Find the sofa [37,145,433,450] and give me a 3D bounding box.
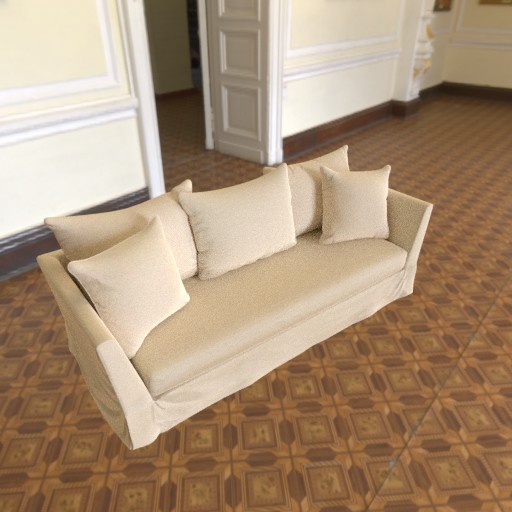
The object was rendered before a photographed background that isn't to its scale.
[{"bbox_3d":[0.000,0.000,2.999,2.484,1.042,1.030,-21,37,-31],"label":"sofa"}]
